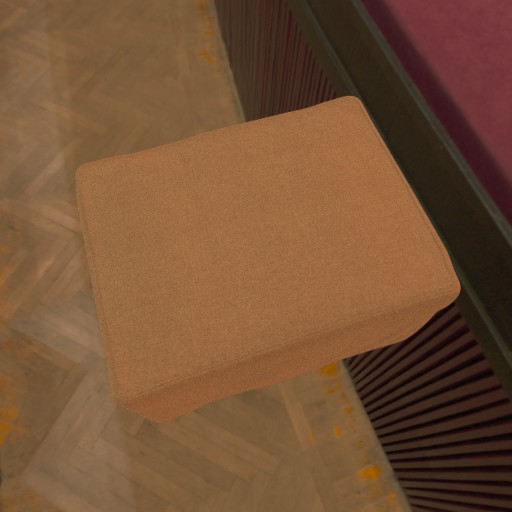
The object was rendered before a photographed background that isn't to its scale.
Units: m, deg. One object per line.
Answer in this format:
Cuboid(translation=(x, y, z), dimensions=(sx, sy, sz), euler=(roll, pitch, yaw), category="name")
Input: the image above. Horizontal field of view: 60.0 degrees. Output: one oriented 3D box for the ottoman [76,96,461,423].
Cuboid(translation=(0.000, 0.000, 1.261), dimensions=(0.833, 0.485, 0.650), euler=(-17, 65, -8), category="ottoman")
